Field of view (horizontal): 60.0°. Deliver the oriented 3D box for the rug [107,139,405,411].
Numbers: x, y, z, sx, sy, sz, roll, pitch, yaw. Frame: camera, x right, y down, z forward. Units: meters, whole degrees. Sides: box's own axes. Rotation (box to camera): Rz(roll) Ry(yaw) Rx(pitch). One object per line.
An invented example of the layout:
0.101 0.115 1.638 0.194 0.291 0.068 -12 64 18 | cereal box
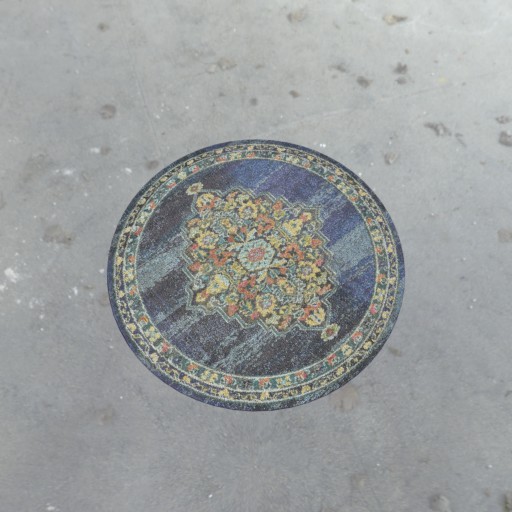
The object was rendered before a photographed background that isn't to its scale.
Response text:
0.000 0.000 3.582 2.386 0.014 2.386 0 65 0 | rug
